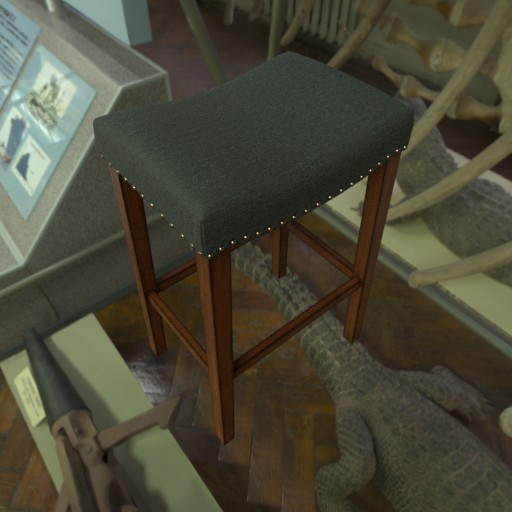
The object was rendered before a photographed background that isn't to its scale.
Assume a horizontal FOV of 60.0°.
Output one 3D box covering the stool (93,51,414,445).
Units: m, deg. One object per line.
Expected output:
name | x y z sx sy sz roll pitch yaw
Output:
stool | 0.000 0.000 1.047 0.502 0.760 0.366 -31 54 -26
